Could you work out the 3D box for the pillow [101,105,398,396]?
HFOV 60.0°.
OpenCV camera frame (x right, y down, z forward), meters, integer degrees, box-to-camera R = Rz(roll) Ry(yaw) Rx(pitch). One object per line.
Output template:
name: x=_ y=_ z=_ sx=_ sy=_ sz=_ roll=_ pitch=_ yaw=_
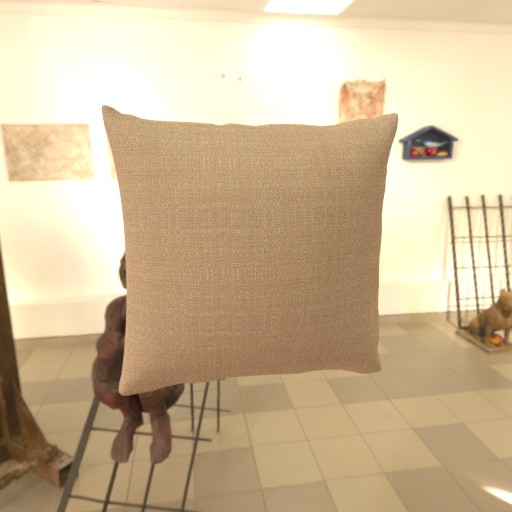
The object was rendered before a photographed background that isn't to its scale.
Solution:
pillow: x=0.000 y=0.000 z=0.812 sx=0.521 sy=0.519 sz=0.215 roll=-2 pitch=14 yaw=-9
